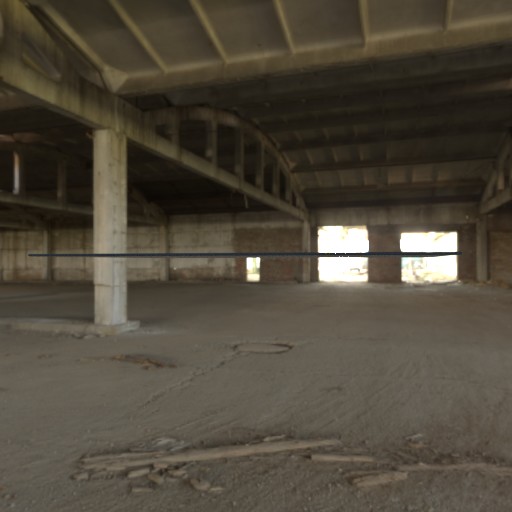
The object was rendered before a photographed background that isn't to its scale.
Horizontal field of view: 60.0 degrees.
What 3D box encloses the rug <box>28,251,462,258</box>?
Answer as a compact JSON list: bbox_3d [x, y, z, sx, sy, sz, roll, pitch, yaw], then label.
[{"bbox_3d":[0.000,0.000,2.924,2.290,0.014,1.526,0,-1,17],"label":"rug"}]
